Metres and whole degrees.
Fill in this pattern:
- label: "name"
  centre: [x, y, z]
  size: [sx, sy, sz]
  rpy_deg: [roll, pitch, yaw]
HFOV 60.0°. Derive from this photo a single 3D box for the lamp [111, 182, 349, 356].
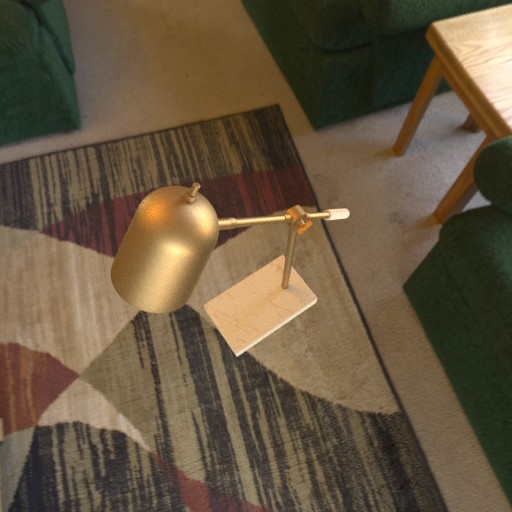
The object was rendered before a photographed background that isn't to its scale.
- label: "lamp"
  centre: [0.000, 0.000, 0.823]
  size: [0.471, 0.603, 0.144]
  rpy_deg: [-32, 68, -14]
